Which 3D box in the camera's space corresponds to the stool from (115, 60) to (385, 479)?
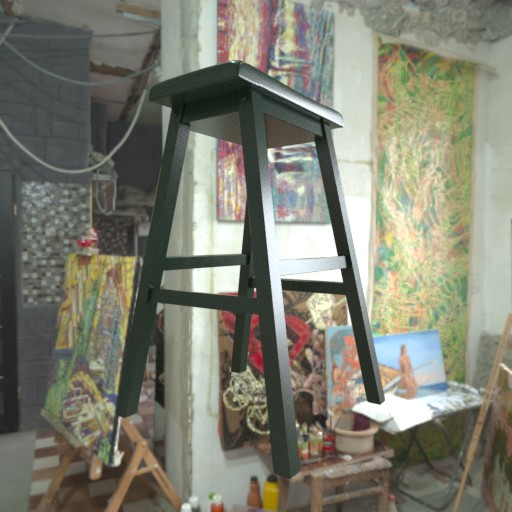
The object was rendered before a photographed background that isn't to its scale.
[{"bbox_3d":[0.000,0.000,1.063,0.476,0.737,0.457,1,2,36],"label":"stool"}]
